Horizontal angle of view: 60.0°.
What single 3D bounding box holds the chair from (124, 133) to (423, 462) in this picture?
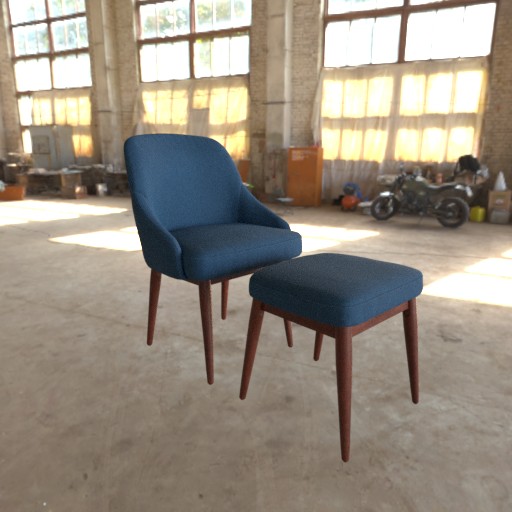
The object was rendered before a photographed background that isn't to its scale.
[{"bbox_3d":[0.000,0.000,1.594,0.584,0.866,1.114,-13,19,-42],"label":"chair"}]
